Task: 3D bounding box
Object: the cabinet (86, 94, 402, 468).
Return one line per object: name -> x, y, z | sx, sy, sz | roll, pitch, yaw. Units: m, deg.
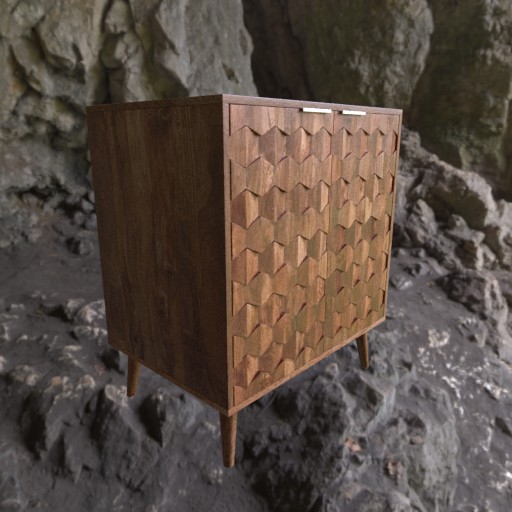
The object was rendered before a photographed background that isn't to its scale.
cabinet -> 0.000, 0.000, 1.194 | 0.473, 0.758, 0.647 | 14, 21, 41
